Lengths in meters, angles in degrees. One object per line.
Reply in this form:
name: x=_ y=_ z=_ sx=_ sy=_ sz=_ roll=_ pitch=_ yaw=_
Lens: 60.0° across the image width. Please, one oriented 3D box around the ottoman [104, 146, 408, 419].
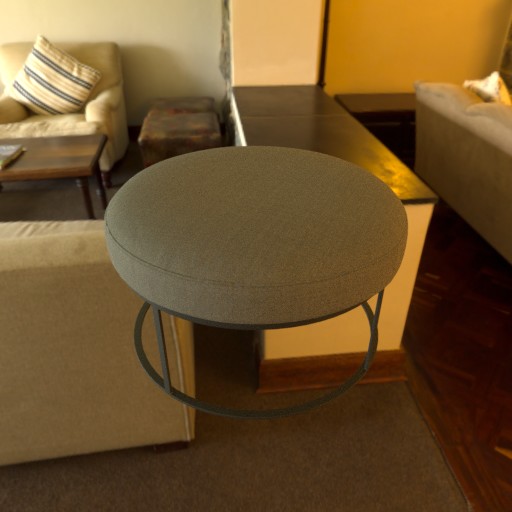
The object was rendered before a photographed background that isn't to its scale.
ottoman: x=0.000 y=0.000 z=1.240 sx=0.772 sy=0.460 sz=0.772 roll=0 pitch=32 yaw=0
